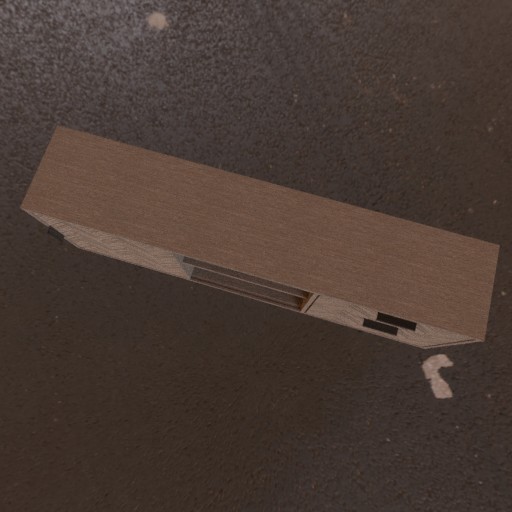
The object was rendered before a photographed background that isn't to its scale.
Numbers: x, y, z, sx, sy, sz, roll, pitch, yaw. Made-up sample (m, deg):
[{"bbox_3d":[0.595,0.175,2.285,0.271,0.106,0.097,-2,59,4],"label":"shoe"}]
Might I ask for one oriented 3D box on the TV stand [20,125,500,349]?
[{"bbox_3d":[0.000,0.000,2.072,1.804,0.787,0.405,16,76,4],"label":"TV stand"}]
